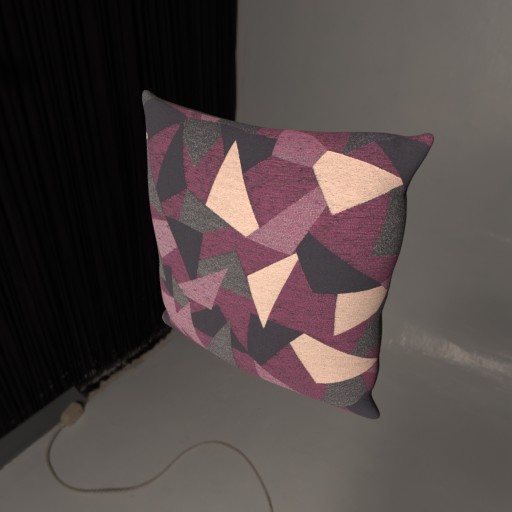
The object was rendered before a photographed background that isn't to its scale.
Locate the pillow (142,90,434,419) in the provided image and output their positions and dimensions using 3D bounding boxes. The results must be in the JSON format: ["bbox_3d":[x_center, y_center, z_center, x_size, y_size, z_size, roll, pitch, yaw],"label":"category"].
[{"bbox_3d":[0.000,0.000,0.759,0.503,0.496,0.208,18,34,29],"label":"pillow"}]
